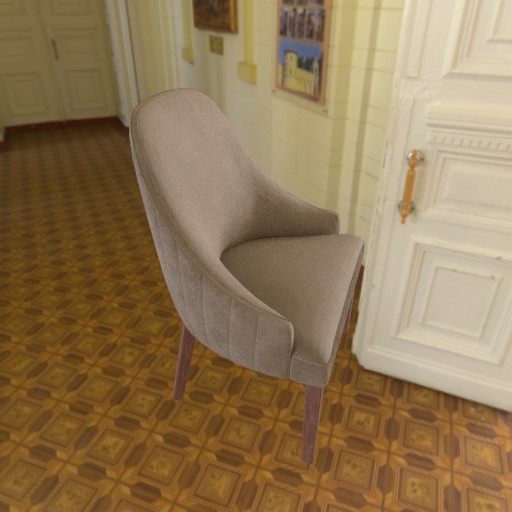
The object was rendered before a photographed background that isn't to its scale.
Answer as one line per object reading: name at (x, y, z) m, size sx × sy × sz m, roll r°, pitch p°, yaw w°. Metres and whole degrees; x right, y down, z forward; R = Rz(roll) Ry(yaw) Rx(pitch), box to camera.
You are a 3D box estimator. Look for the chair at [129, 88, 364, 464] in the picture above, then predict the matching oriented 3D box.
chair at (0.000, 0.000, 1.309) m, size 0.575 × 0.889 × 0.643 m, roll 10°, pitch 33°, yaw 17°
